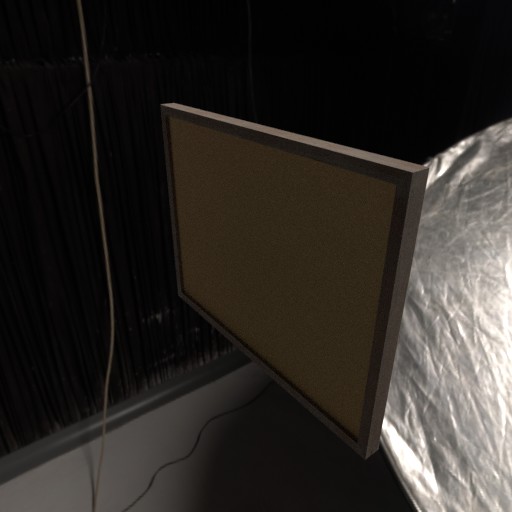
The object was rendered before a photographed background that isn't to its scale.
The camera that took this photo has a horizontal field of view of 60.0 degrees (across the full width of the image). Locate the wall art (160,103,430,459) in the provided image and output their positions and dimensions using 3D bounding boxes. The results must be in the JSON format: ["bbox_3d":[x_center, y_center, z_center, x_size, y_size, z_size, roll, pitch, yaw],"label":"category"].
[{"bbox_3d":[0.000,0.000,1.770,0.070,1.009,1.320,-19,33,-33],"label":"wall art"}]
